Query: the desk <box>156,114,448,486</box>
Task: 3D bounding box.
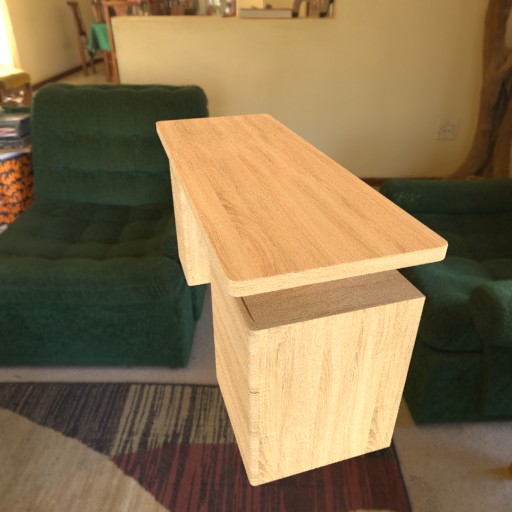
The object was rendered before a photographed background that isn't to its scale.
[{"bbox_3d":[0.000,0.000,1.755,0.550,0.760,1.400,-9,32,-15],"label":"desk"}]
